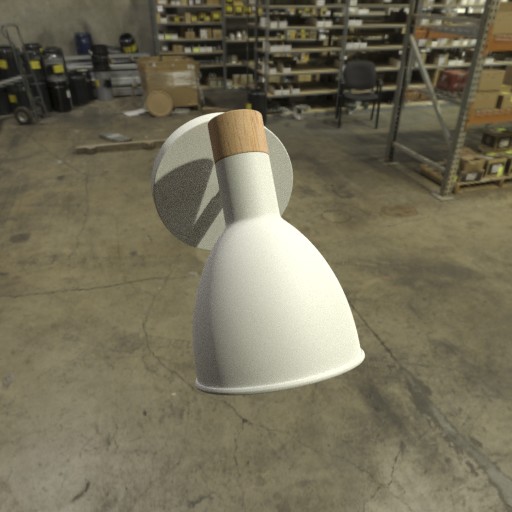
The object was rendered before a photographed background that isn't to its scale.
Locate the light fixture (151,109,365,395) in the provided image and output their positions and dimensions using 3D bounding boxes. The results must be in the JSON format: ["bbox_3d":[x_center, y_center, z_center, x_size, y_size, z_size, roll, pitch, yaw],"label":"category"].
[{"bbox_3d":[0.000,0.000,0.334,0.127,0.199,0.209,-10,33,-15],"label":"light fixture"}]
